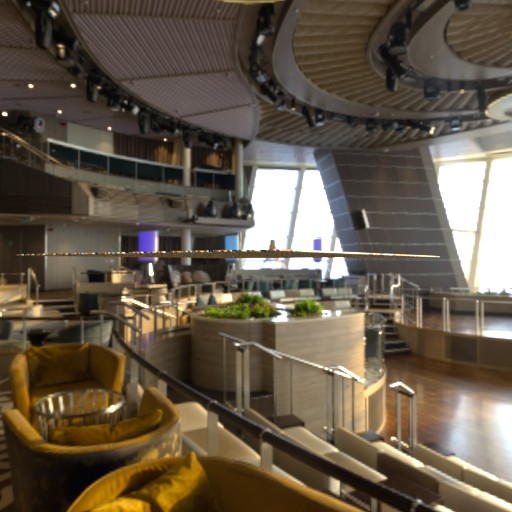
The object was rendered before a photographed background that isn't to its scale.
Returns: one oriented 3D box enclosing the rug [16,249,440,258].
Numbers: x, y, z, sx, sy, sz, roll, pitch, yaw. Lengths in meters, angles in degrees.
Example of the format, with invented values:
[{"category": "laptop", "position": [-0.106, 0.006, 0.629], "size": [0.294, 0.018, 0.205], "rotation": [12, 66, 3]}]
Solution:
[{"category": "rug", "position": [0.000, 0.000, 3.984], "size": [2.439, 0.010, 3.048], "rotation": [-1, -1, 36]}]
